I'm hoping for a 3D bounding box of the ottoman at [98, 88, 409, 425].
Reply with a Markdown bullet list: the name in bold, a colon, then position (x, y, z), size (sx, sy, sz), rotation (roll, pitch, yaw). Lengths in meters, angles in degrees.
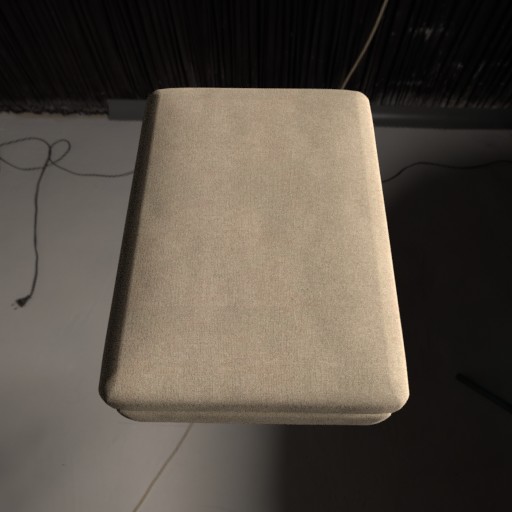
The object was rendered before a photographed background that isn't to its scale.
- **ottoman**: position (0.000, 0.000, 1.178), size (0.610, 0.478, 0.823), rotation (1, 63, 0)
